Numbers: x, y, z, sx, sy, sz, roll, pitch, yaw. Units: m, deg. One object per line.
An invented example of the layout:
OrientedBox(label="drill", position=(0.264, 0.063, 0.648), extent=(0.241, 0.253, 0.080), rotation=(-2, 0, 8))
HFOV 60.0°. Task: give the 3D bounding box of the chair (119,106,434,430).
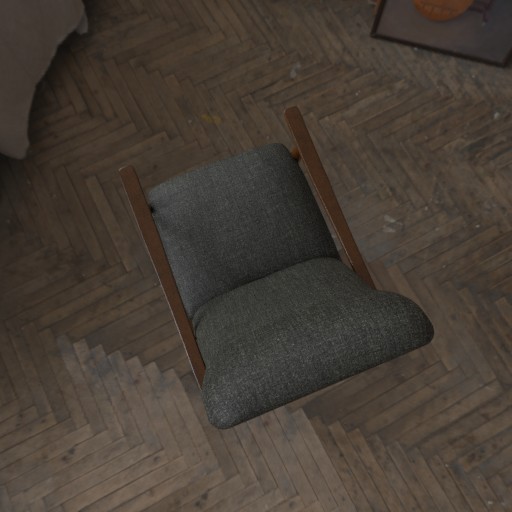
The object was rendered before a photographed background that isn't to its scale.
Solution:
OrientedBox(label="chair", position=(0.000, 0.000, 1.734), extent=(0.762, 1.082, 1.014), rotation=(-21, 77, -5))
